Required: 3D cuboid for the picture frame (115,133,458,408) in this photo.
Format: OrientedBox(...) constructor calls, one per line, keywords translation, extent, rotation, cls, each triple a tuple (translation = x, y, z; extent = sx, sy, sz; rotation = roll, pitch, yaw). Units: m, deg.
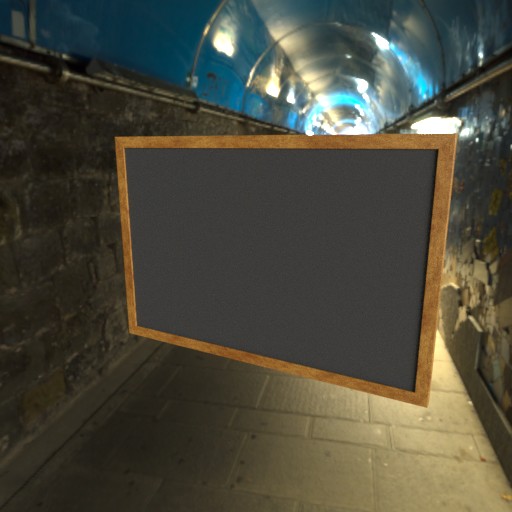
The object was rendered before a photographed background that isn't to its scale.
OrientedBox(translation=(0.000, 0.000, 1.182), extent=(0.922, 0.621, 0.029), rotation=(7, 16, 27), cls="picture frame")
